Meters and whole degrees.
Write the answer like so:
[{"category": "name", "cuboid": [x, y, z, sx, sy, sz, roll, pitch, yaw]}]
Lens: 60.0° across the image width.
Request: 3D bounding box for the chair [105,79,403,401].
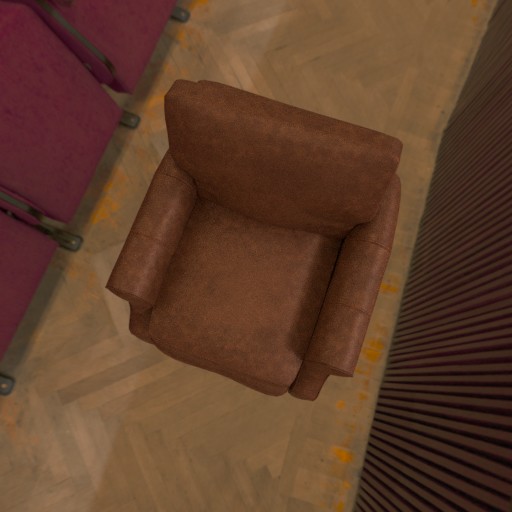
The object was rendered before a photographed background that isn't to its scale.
[{"category": "chair", "cuboid": [0.000, 0.000, 1.809, 0.996, 0.976, 1.002, 19, 75, 5]}]
